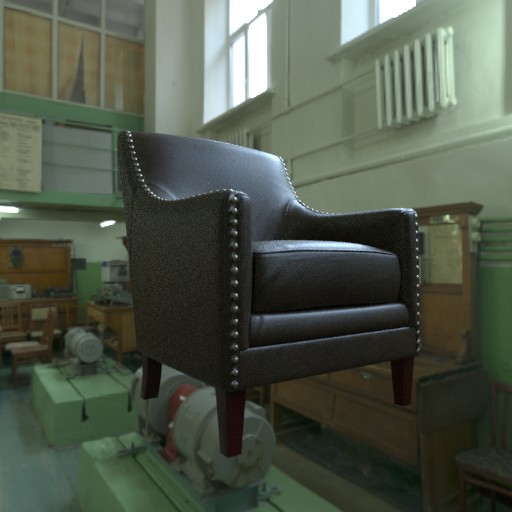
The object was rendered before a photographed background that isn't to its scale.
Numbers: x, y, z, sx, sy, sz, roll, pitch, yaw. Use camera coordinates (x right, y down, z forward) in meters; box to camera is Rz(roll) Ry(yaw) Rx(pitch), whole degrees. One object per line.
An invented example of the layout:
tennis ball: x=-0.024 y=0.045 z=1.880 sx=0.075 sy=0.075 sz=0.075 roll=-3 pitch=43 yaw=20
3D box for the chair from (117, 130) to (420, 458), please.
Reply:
chair: x=0.000 y=0.000 z=1.313 sx=0.639 sy=0.813 sz=0.704 roll=0 pitch=-1 yaw=-35
